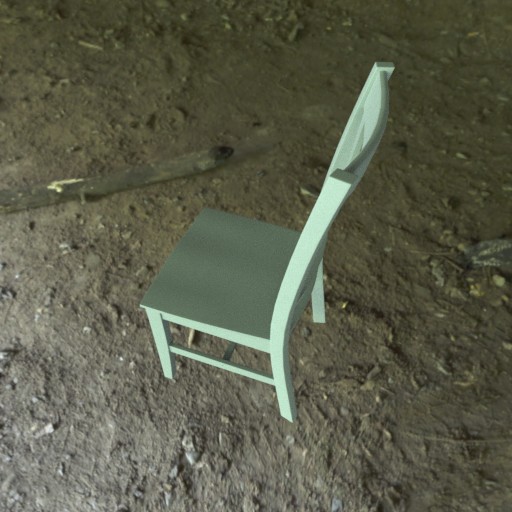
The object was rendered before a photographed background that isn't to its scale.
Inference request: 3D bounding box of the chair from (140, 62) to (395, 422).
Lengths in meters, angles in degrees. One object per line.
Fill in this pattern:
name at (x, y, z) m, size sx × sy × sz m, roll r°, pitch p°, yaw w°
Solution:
chair at (0.000, 0.000, 1.271) m, size 0.542 × 0.983 × 0.485 m, roll 15°, pitch 48°, yaw 13°
